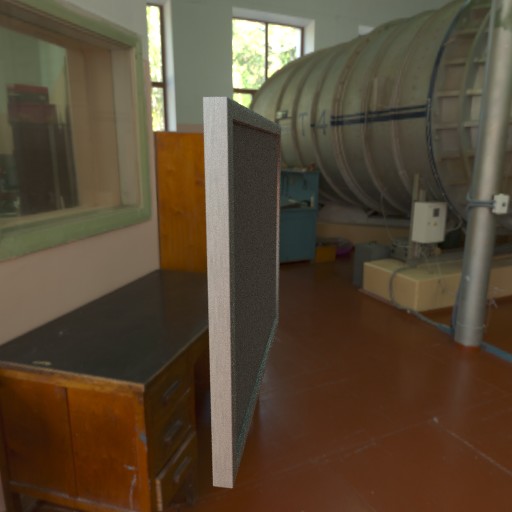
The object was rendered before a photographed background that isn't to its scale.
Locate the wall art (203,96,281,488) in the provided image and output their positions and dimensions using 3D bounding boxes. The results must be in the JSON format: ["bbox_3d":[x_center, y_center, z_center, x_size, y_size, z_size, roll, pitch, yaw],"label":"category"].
[{"bbox_3d":[0.000,0.000,0.761,0.028,0.457,0.556,2,14,8],"label":"wall art"}]
